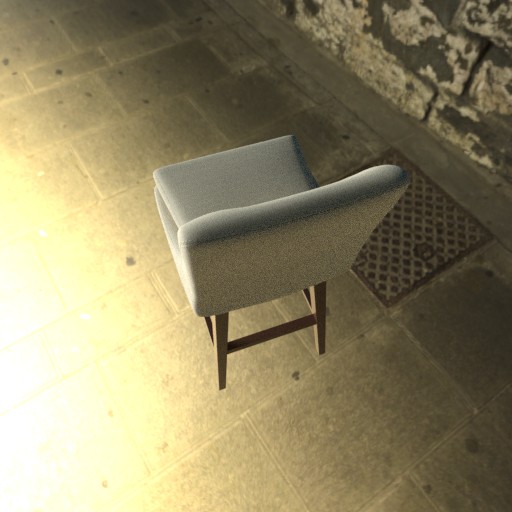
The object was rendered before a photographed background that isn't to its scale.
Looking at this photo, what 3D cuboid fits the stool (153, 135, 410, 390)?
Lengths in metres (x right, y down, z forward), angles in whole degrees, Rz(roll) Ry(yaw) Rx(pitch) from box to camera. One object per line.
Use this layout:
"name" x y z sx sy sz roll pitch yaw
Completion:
"stool" 0.000 0.000 1.354 0.483 1.093 0.559 -17 59 -10
